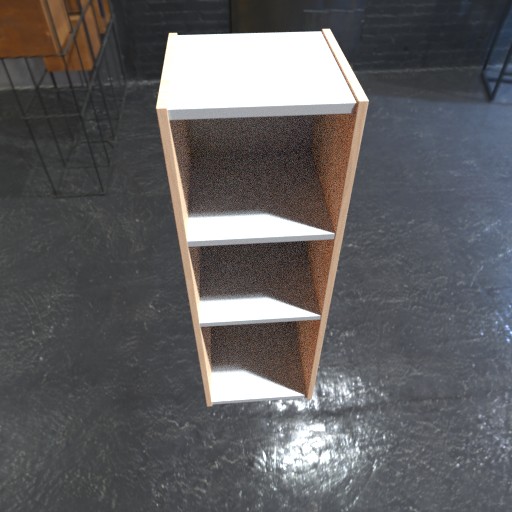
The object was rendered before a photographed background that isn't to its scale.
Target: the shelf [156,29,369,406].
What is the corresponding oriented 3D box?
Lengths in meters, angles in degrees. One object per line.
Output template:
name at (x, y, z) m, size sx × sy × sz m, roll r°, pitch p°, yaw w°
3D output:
shelf at (0.000, 0.000, 1.044) m, size 0.300 × 0.900 × 0.290 m, roll -3°, pitch 46°, yaw -3°
